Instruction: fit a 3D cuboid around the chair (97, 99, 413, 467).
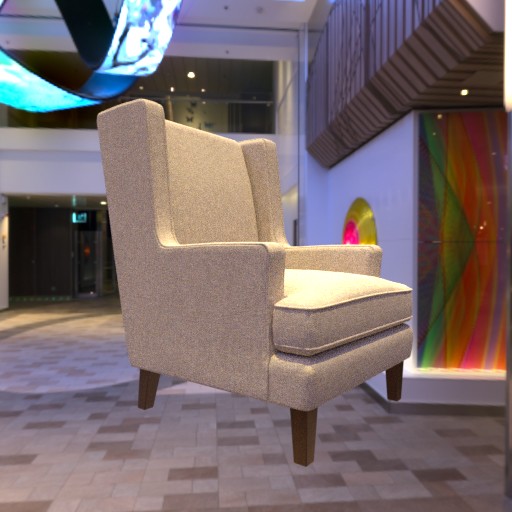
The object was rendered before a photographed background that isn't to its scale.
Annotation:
[{"bbox_3d":[0.000,0.000,1.673,0.948,1.082,0.764,0,1,38],"label":"chair"}]
